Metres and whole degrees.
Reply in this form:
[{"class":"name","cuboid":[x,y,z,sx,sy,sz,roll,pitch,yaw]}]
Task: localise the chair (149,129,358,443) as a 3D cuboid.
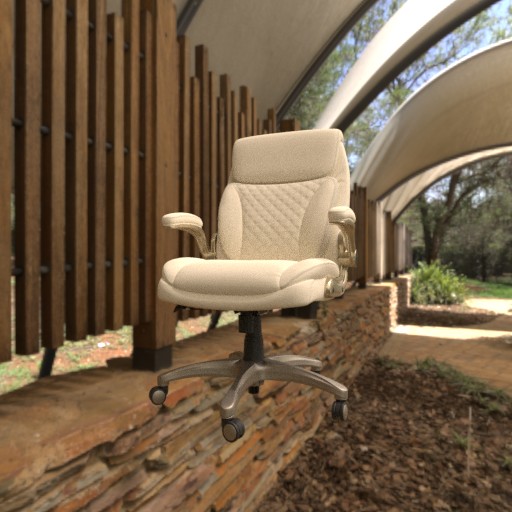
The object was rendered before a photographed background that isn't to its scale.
[{"class":"chair","cuboid":[0.000,0.000,1.704,0.740,1.110,0.794,0,0,19]}]
